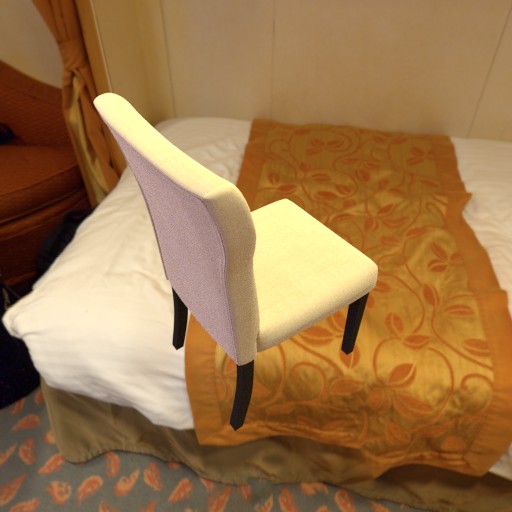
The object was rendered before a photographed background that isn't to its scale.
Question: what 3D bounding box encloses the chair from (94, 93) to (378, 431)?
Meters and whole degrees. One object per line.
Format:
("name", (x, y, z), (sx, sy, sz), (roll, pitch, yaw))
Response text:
("chair", (0.000, 0.000, 1.280), (0.597, 0.921, 0.509), (-26, 48, -26))
